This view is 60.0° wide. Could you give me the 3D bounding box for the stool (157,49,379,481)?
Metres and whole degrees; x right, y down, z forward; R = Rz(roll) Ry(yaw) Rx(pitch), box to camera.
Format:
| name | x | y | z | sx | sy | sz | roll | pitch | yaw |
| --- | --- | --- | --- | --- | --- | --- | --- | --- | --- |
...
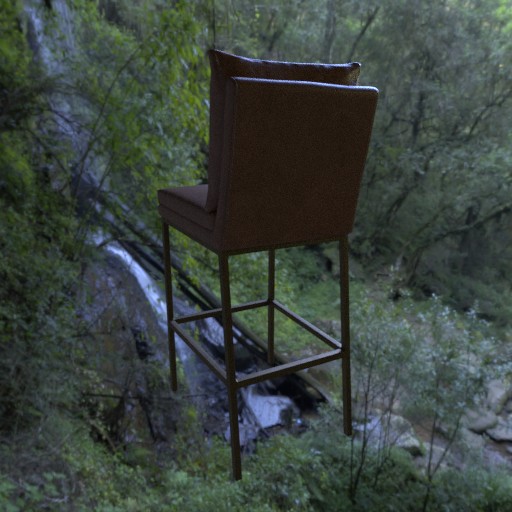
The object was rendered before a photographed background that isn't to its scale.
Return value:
| name | x | y | z | sx | sy | sz | roll | pitch | yaw |
| --- | --- | --- | --- | --- | --- | --- | --- | --- | --- |
| stool | 0.000 | 0.000 | 1.414 | 0.463 | 1.124 | 0.571 | -8 | 17 | -27 |
